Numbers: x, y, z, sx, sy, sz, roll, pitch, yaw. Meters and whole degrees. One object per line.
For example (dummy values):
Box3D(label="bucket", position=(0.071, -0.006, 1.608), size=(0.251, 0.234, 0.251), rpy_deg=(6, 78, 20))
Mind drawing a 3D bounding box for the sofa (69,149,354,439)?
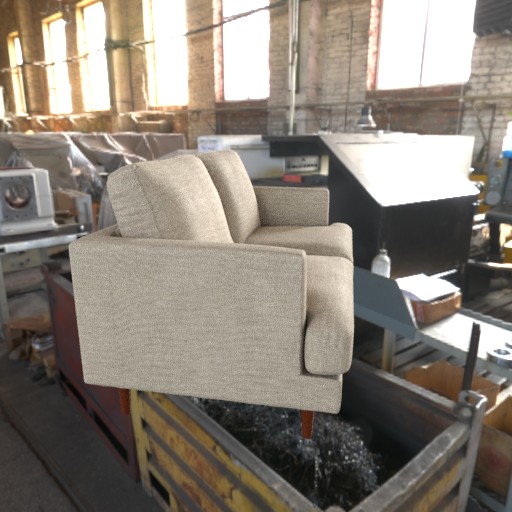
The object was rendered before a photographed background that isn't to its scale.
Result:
Box3D(label="sofa", position=(0.000, 0.000, 2.094), size=(0.903, 0.944, 1.582), rpy_deg=(3, 16, 11))
